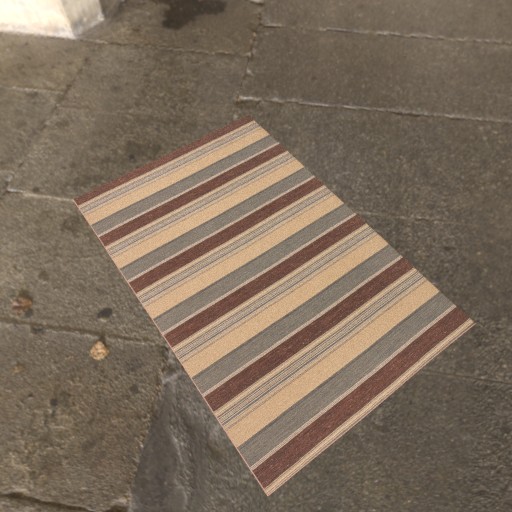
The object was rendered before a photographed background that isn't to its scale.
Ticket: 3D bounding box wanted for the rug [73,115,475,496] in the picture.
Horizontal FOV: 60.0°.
[{"bbox_3d":[0.000,0.000,2.289,1.219,0.008,1.829,-31,62,-19],"label":"rug"}]
